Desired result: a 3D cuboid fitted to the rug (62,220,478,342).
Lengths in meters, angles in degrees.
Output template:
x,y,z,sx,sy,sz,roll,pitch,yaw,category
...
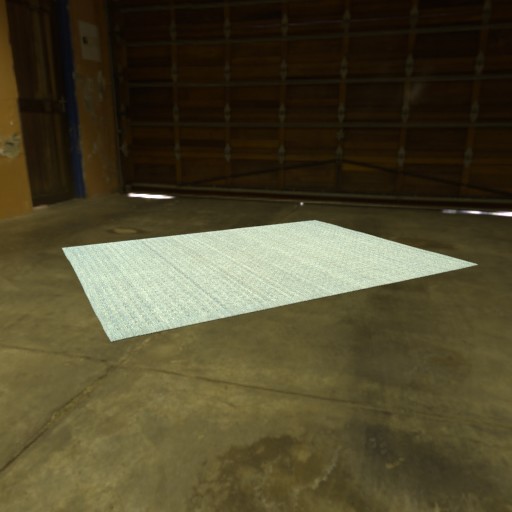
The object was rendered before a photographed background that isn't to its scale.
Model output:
x,y,z,sx,sy,sz,roll,pitch,yaw,category
0.000,0.000,4.252,3.200,0.007,2.443,-8,17,-28,rug
